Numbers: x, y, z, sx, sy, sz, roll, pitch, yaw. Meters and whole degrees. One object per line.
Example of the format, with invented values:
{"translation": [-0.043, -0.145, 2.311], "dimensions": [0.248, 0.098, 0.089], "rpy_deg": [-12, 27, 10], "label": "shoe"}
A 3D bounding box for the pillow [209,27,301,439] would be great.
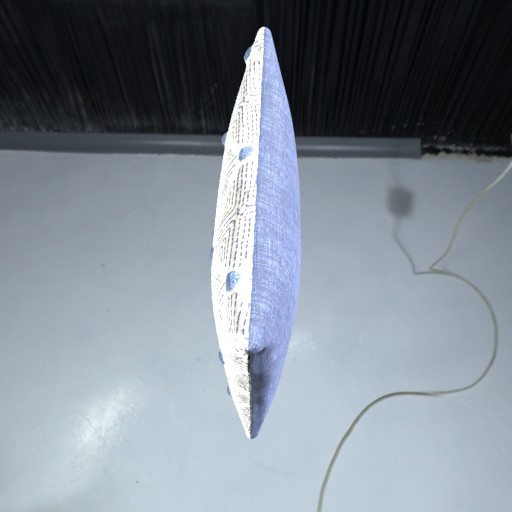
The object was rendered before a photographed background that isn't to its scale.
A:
{"translation": [0.000, 0.000, 0.755], "dimensions": [0.145, 0.510, 0.510], "rpy_deg": [2, 59, 1], "label": "pillow"}
